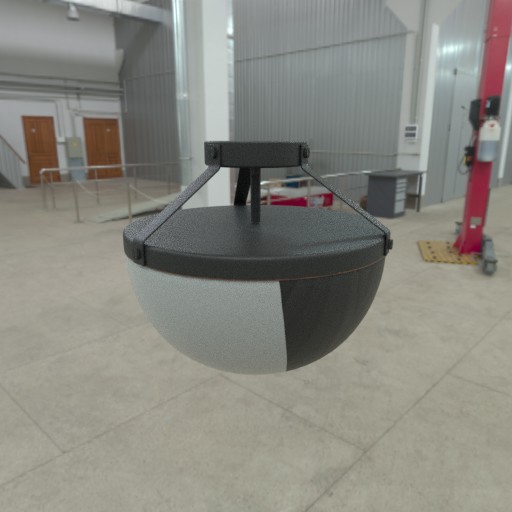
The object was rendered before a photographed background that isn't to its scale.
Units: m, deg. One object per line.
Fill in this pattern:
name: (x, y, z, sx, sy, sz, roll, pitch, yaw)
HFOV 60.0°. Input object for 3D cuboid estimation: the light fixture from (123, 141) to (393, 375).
light fixture: (0.000, 0.000, 0.537, 0.304, 0.269, 0.304, 0, 15, 0)
